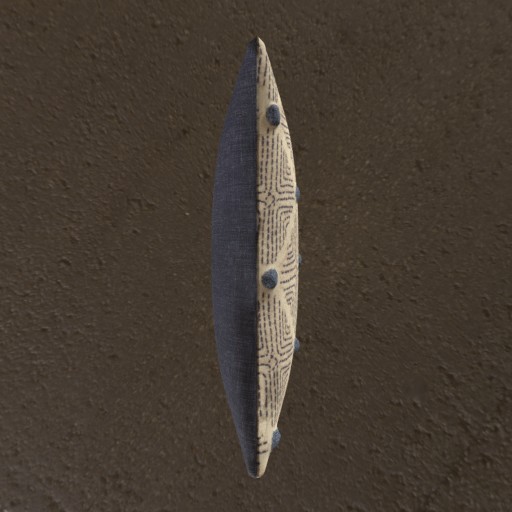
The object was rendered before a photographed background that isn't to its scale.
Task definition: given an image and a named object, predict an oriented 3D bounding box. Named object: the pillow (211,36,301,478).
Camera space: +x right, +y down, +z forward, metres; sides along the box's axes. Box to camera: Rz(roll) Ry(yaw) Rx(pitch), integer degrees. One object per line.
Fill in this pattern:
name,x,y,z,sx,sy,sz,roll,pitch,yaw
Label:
pillow,0.000,0.000,0.756,0.145,0.510,0.510,0,91,-1
